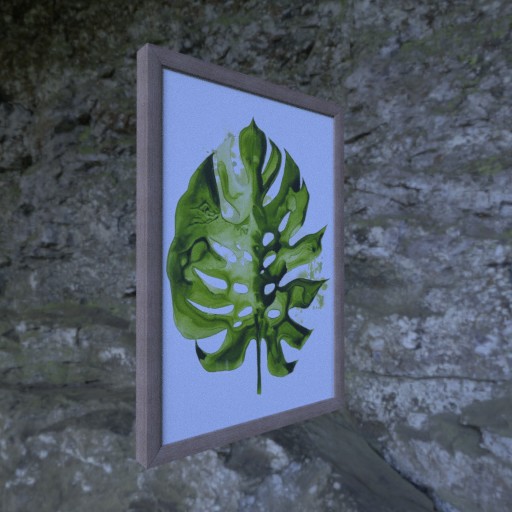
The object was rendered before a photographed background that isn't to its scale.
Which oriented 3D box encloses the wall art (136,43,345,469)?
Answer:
[{"bbox_3d":[0.000,0.000,0.650,0.356,0.509,0.031,0,-1,-38],"label":"wall art"}]
